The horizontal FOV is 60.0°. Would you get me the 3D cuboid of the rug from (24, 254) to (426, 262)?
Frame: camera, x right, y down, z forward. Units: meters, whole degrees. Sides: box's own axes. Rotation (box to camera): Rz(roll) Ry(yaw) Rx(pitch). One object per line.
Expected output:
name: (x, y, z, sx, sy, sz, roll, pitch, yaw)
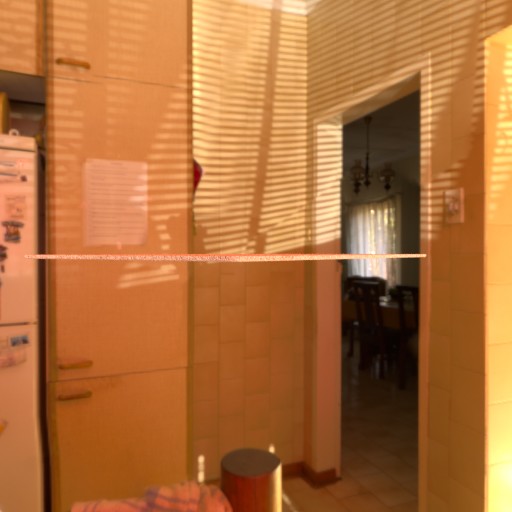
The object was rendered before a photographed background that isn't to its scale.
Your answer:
rug: (0.000, 0.000, 3.420, 1.801, 0.024, 2.700, 0, 1, 37)
